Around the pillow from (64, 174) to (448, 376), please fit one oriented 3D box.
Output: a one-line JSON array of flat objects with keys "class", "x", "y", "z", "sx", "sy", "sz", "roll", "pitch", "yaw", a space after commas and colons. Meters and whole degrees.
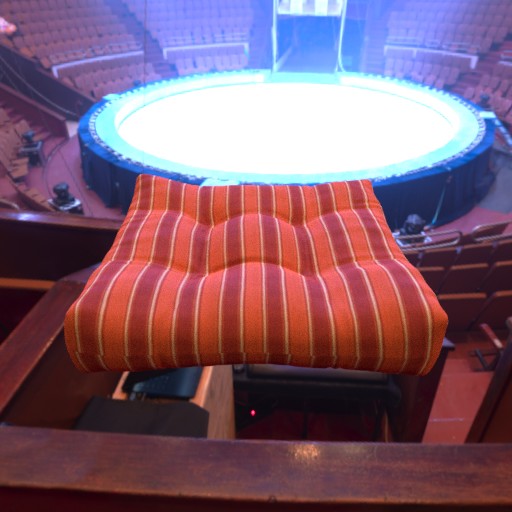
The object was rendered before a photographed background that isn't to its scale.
[{"class": "pillow", "x": 0.000, "y": 0.000, "z": 0.744, "sx": 0.490, "sy": 0.133, "sz": 0.468, "roll": 0, "pitch": 32, "yaw": 0}]
